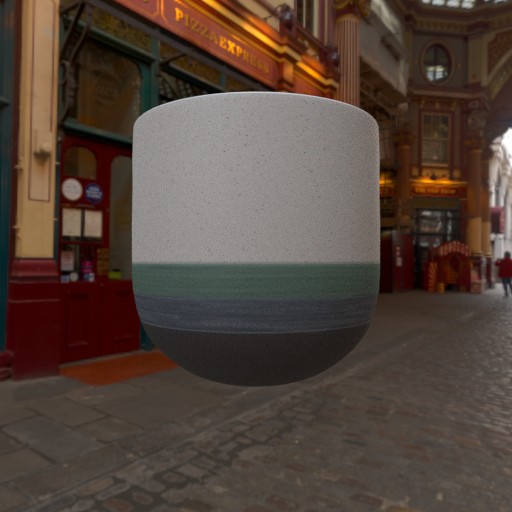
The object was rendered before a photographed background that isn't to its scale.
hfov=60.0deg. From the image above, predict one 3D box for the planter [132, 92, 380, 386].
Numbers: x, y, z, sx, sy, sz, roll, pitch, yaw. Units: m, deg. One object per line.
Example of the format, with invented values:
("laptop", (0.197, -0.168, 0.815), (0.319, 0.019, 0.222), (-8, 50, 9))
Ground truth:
("planter", (0.000, 0.000, 0.497), (0.268, 0.270, 0.268), (0, -1, 0))
